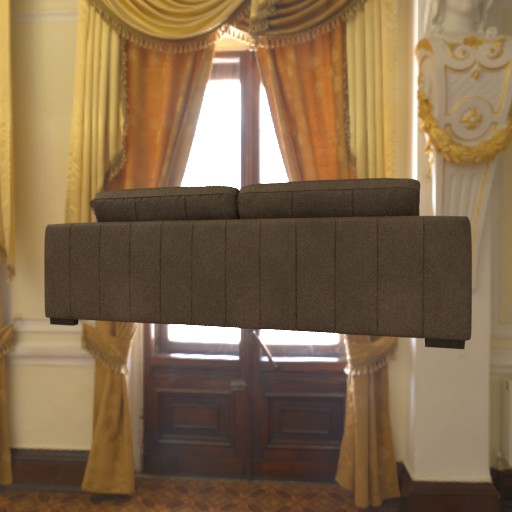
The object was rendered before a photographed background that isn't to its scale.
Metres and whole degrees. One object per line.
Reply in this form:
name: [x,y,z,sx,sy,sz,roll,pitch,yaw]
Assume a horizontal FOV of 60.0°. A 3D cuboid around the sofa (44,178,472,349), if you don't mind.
sofa: [0.000,0.000,2.727,2.262,0.801,1.070,0,1,17]
